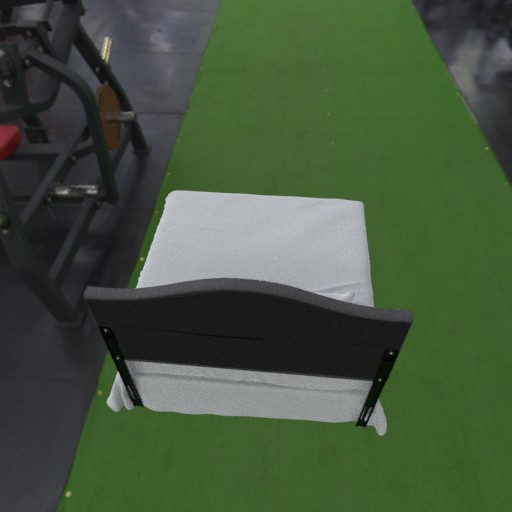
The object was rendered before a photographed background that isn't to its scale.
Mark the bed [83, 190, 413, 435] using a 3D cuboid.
[{"bbox_3d":[0.000,0.000,3.776,2.314,1.651,2.219,4,47,4],"label":"bed"}]
